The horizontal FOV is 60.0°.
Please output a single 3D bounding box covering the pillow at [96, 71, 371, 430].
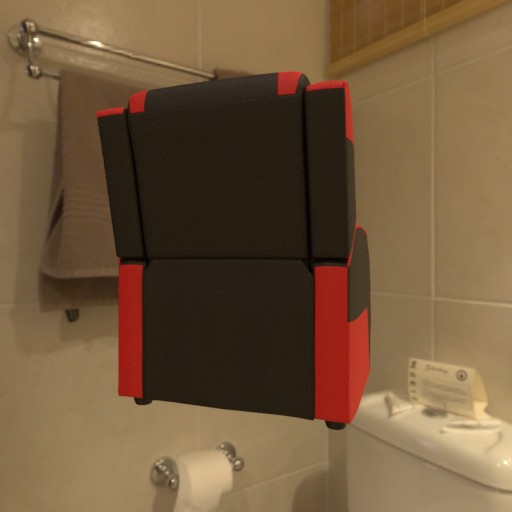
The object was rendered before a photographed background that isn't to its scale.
[{"bbox_3d":[0.000,0.000,1.303,0.620,0.805,0.672,0,0,19],"label":"pillow"}]
